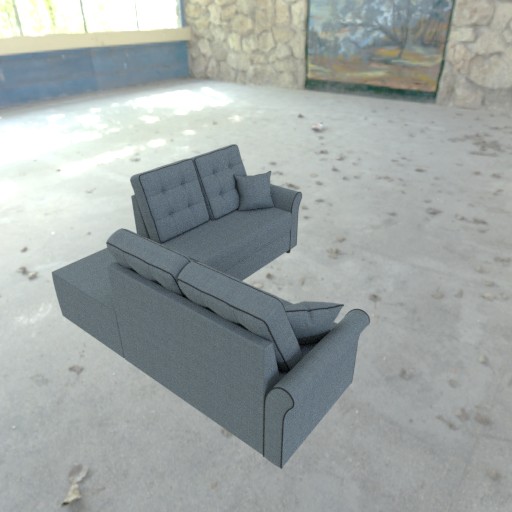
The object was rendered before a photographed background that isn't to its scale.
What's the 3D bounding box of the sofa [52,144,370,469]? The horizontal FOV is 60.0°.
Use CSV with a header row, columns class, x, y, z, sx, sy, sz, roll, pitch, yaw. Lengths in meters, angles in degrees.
class,x,y,z,sx,sy,sz,roll,pitch,yaw
sofa,0.000,0.000,3.248,2.068,0.988,2.070,21,36,33
